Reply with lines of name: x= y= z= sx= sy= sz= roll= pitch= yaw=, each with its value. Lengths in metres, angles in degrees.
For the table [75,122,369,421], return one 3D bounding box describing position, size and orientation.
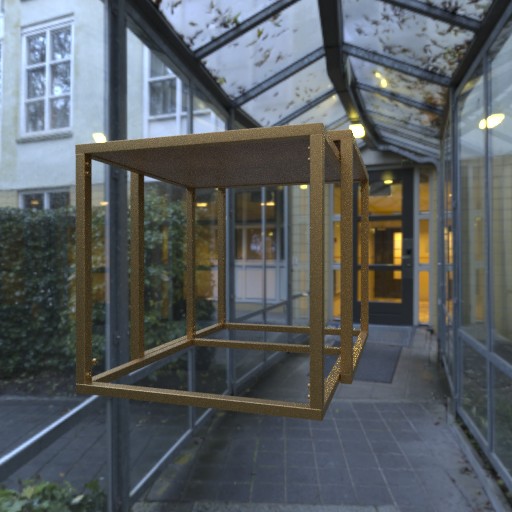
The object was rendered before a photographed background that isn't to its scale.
table: x=0.000 y=0.000 z=1.107 sx=0.505 sy=0.505 sz=0.762 roll=0 pitch=0 yaw=17
